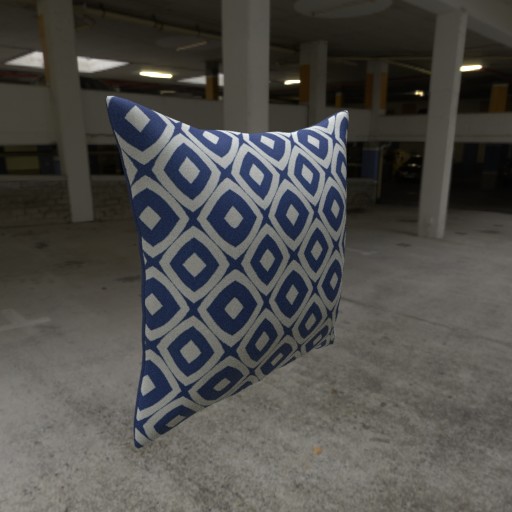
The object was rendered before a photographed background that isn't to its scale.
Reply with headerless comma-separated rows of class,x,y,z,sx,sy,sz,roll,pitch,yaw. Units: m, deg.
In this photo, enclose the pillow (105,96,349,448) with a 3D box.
pillow,0.000,0.000,0.762,0.504,0.494,0.188,-14,21,-43
